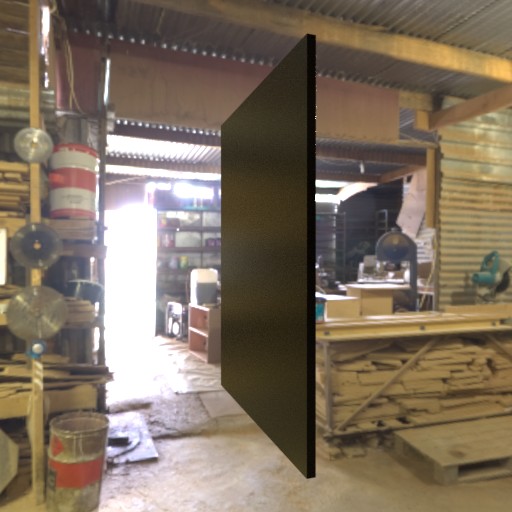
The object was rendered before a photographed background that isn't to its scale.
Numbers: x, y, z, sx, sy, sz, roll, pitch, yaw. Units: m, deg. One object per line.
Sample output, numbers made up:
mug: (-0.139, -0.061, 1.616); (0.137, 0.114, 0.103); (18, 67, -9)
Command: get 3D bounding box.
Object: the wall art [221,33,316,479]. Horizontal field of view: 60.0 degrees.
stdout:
wall art: (0.000, 0.000, 0.790); (0.013, 0.582, 0.442); (0, 0, -19)
